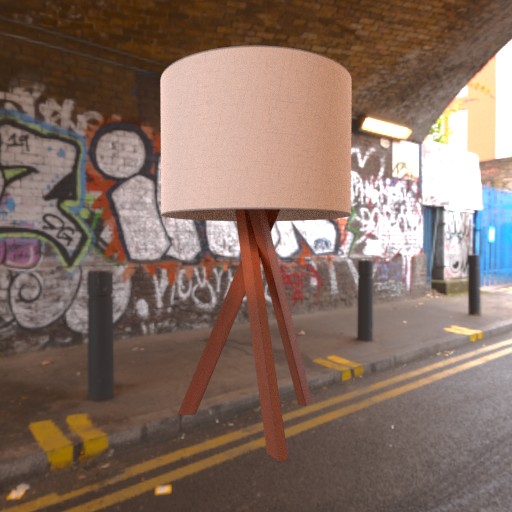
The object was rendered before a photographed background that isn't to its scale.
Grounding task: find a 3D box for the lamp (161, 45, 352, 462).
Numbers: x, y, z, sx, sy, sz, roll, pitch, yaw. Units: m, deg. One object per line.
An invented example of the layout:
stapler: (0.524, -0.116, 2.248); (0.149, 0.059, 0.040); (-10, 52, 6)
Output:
lamp: (0.000, 0.000, 0.910); (0.380, 0.686, 0.380); (0, 1, 1)
